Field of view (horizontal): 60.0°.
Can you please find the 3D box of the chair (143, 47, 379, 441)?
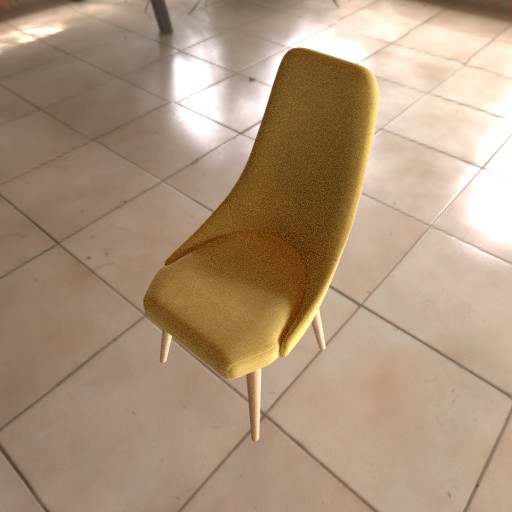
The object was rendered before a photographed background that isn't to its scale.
[{"bbox_3d":[0.000,0.000,1.389,0.510,1.040,0.660,31,54,26],"label":"chair"}]
